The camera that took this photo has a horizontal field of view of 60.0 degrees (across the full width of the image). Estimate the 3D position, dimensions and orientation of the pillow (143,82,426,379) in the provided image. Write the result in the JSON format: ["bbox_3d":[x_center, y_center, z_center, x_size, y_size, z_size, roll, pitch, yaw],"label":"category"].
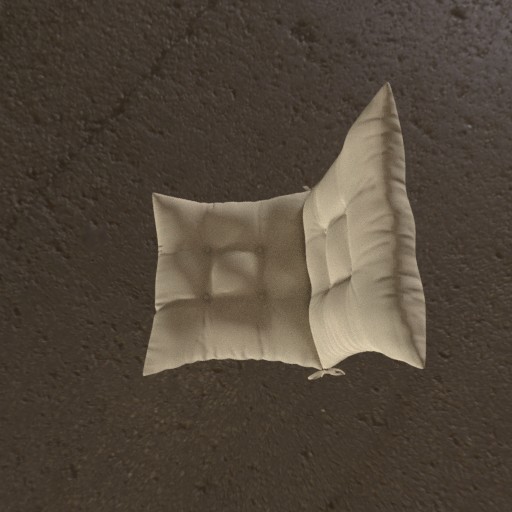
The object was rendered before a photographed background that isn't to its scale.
[{"bbox_3d":[0.000,0.000,0.987,0.585,0.536,0.541,-1,75,0],"label":"pillow"}]
